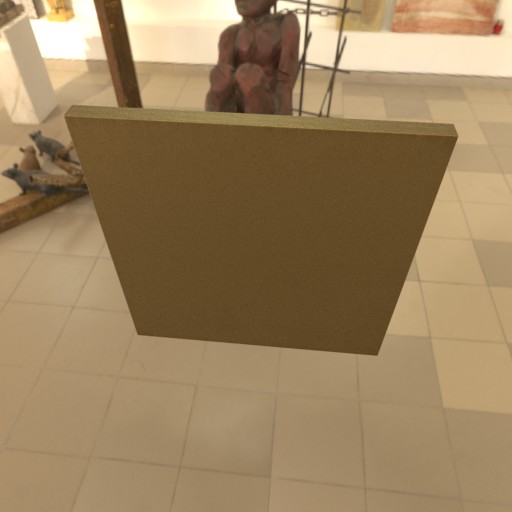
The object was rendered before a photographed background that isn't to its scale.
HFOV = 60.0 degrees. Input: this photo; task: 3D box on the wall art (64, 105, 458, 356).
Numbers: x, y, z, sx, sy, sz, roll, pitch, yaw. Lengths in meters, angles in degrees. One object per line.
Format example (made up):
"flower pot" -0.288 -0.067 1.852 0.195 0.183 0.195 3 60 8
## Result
"wall art" 0.000 0.000 0.753 0.503 0.506 0.030 4 46 4
